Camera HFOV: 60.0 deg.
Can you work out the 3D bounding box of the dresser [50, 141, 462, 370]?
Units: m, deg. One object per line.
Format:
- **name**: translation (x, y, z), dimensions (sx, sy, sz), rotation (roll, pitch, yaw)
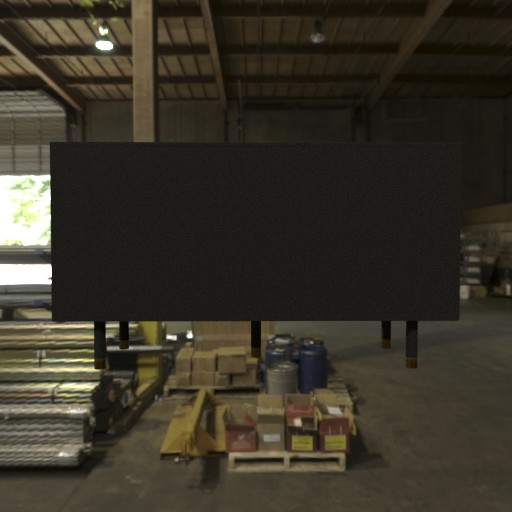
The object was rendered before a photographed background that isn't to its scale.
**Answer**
- **dresser**: translation (0.000, 0.000, 1.918), dimensions (1.558, 0.872, 0.463), rotation (0, 1, -1)
